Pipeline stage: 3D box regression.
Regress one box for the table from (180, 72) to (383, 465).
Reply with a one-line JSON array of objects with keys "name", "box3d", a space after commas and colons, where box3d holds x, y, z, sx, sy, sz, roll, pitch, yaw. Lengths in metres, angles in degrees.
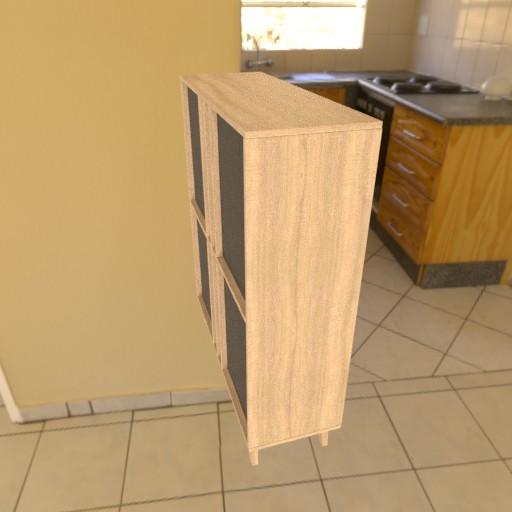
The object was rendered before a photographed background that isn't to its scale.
[{"name": "table", "box3d": [0.000, 0.000, 1.978, 0.398, 1.388, 1.111, -9, 31, -15]}]
